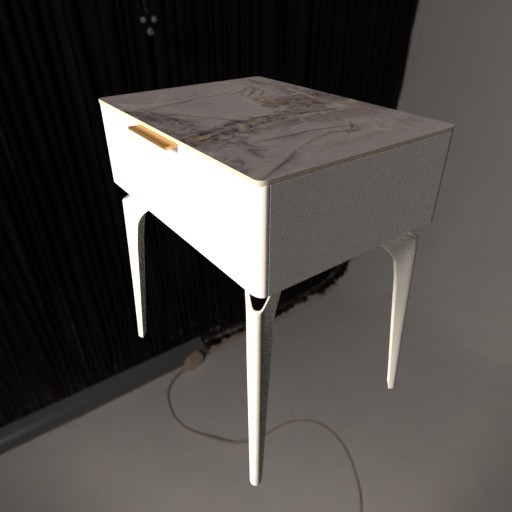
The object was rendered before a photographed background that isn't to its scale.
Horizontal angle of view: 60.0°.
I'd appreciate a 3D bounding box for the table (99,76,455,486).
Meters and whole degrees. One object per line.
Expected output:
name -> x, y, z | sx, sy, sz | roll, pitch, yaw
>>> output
table -> 0.000, 0.000, 0.890 | 0.400, 0.570, 0.500 | -21, 38, -30
